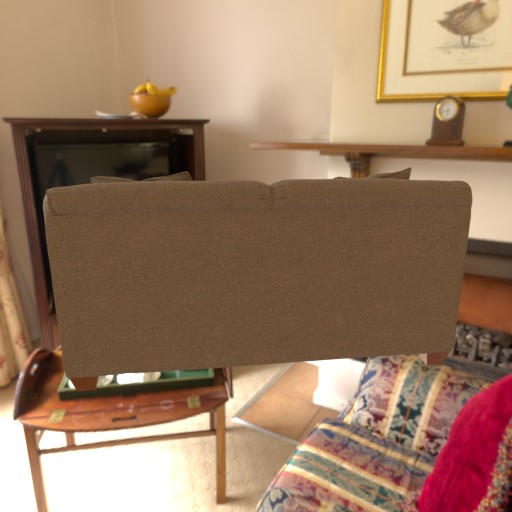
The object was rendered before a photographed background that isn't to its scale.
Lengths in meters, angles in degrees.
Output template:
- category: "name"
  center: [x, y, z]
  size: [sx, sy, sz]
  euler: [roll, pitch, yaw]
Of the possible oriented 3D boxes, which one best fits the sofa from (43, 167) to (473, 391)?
- category: "sofa"
  center: [0.000, 0.000, 2.415]
  size: [1.846, 0.958, 1.000]
  euler: [-2, 16, -8]
